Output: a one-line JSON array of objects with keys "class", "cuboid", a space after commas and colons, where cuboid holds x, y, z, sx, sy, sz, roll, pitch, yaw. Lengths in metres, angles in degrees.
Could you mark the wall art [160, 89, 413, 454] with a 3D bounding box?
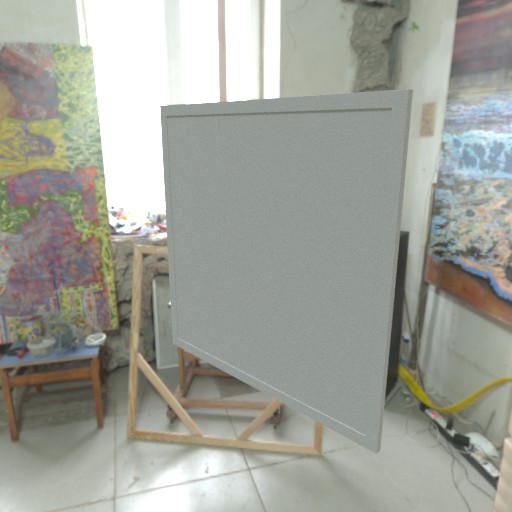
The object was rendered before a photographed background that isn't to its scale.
[{"class": "wall art", "cuboid": [0.000, 0.000, 0.990, 0.660, 0.660, 0.015, 15, 21, 42]}]
